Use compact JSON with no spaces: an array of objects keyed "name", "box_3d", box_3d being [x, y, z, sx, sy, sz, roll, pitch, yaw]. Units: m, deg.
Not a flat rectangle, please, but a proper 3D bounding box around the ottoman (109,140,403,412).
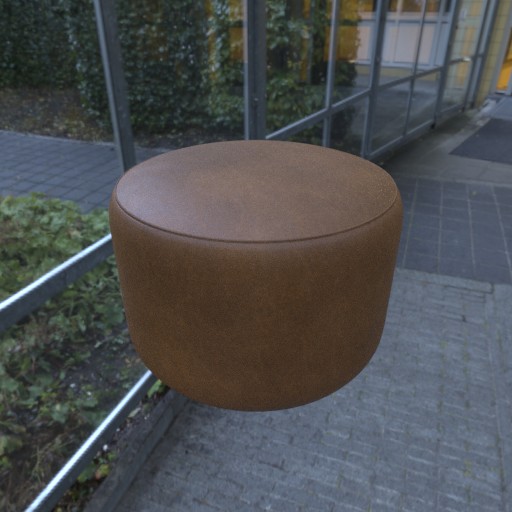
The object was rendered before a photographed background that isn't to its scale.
[{"name":"ottoman","box_3d":[0.000,0.000,1.016,0.607,0.438,0.607,0,30,0]}]
